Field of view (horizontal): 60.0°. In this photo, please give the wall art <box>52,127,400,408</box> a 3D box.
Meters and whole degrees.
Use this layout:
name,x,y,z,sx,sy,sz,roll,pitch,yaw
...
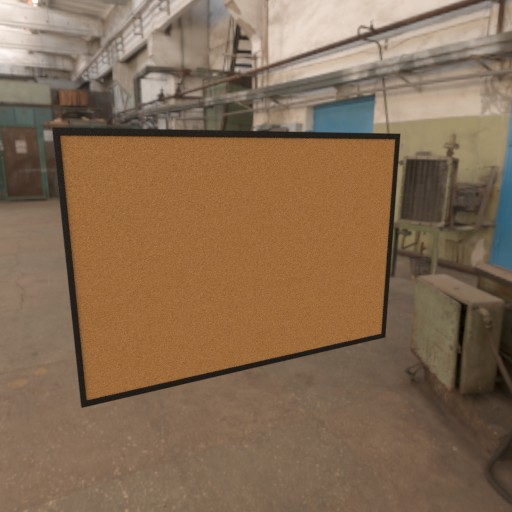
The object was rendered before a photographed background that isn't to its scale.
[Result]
name,x,y,z,sx,sy,sz,roll,pitch,yaw
wall art,0.000,0.000,0.845,0.664,0.458,0.013,-7,15,-25
